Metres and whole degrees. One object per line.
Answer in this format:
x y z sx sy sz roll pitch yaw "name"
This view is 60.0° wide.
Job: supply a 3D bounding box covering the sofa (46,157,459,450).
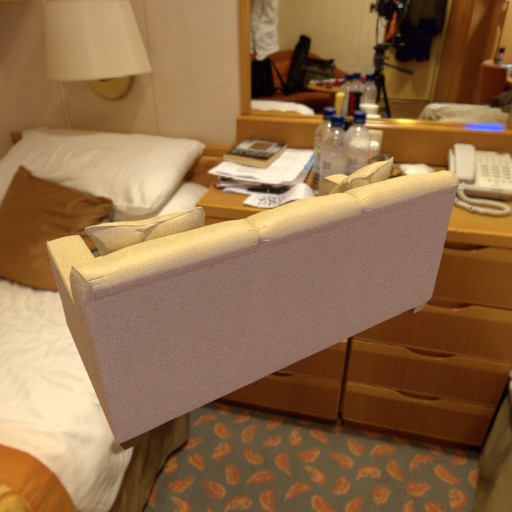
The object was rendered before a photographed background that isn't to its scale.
0.000 0.000 2.486 2.024 0.958 0.997 -17 34 -28 "sofa"
